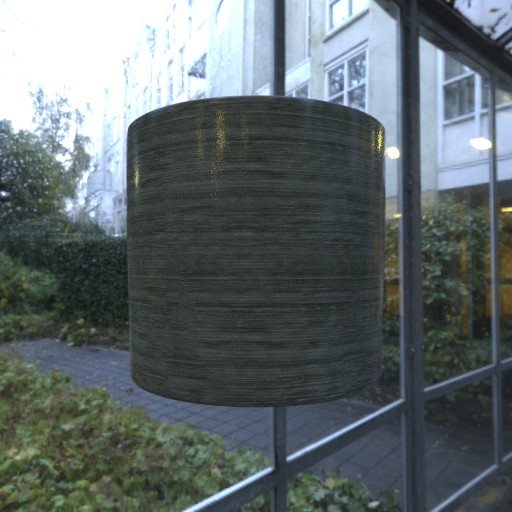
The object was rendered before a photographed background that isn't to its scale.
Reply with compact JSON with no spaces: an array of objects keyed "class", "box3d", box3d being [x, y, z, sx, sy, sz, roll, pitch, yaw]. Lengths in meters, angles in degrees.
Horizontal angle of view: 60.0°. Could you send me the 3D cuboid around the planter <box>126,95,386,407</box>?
[{"class":"planter","box3d":[0.000,0.000,0.391,0.221,0.201,0.221,0,-1,0]}]
